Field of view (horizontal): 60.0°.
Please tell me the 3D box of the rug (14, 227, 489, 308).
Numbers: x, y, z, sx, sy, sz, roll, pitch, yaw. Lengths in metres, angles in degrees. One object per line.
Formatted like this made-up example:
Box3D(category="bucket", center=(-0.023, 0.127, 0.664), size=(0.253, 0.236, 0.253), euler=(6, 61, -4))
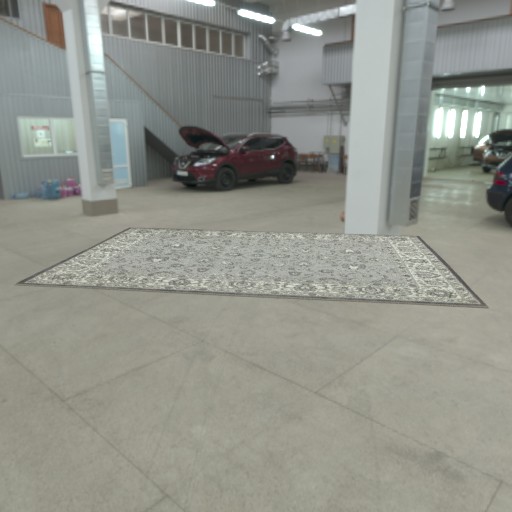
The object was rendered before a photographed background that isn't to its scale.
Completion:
Box3D(category="rug", center=(0.000, 0.000, 2.962), size=(2.438, 0.011, 1.524), euler=(2, 16, 8))
